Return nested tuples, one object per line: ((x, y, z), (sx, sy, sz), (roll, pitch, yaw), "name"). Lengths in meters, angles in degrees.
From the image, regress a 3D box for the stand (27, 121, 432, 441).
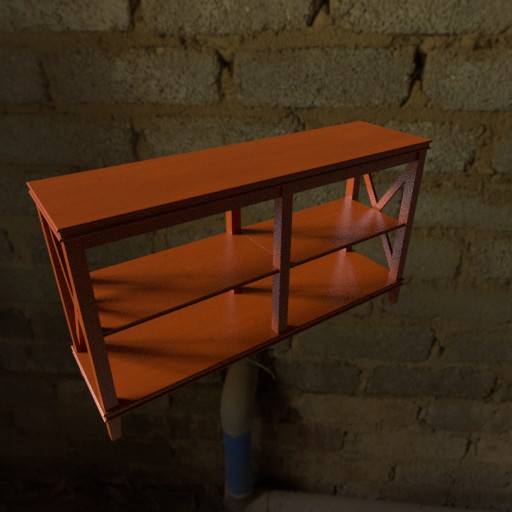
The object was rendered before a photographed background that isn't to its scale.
((0.000, 0.000, 1.687), (1.372, 0.762, 0.381), (-19, 35, -29), "stand")
